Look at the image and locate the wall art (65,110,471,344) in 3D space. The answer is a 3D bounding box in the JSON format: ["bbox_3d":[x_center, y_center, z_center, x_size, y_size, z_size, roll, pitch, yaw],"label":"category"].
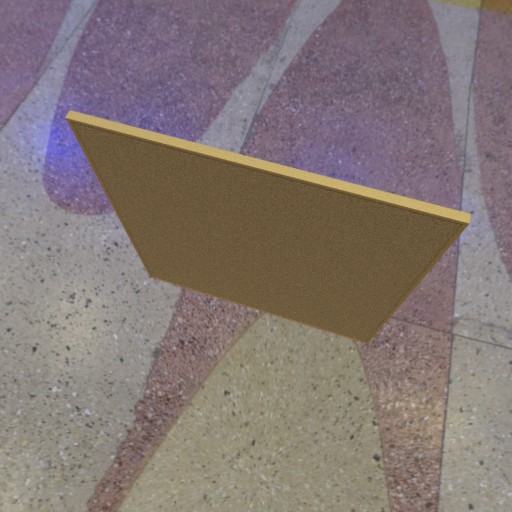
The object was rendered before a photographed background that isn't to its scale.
[{"bbox_3d":[0.000,0.000,0.684,0.457,0.455,0.013,16,65,8],"label":"wall art"}]
